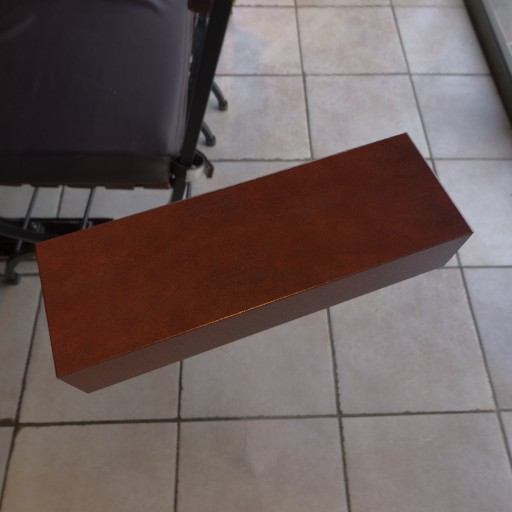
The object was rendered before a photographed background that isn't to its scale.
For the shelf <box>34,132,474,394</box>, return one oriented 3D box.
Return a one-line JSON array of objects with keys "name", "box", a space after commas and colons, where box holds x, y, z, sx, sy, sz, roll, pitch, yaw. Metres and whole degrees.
[{"name": "shelf", "box": [0.000, 0.000, 0.524, 0.457, 0.088, 0.152, -18, 65, -9]}]
